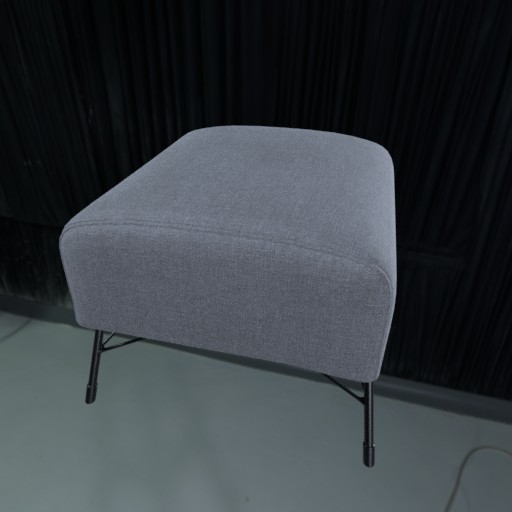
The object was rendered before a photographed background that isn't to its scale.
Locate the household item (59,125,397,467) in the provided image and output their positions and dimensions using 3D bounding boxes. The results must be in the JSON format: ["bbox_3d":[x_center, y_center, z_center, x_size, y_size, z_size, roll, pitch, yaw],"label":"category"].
[{"bbox_3d":[0.000,0.000,0.883,0.530,0.410,0.530,8,32,12],"label":"household item"}]
